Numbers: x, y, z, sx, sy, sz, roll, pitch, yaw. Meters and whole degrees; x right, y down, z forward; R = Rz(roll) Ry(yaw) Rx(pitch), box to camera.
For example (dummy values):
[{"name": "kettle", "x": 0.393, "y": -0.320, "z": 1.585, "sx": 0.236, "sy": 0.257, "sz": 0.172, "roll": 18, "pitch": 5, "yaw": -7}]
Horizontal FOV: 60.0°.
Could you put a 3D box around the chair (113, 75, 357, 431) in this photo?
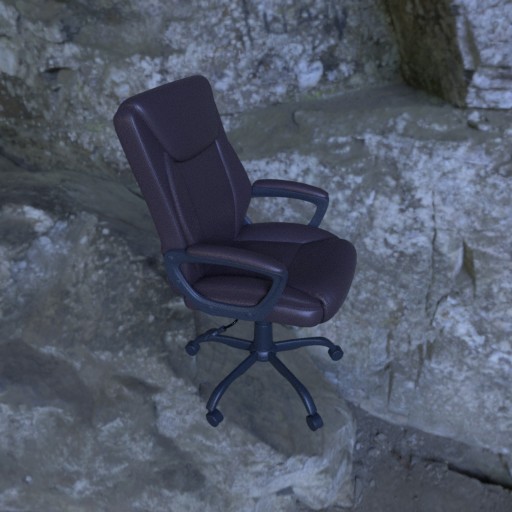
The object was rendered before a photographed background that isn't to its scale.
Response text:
[{"name": "chair", "x": 0.000, "y": 0.000, "z": 1.496, "sx": 0.655, "sy": 1.072, "sz": 0.615, "roll": 11, "pitch": 33, "yaw": 17}]
